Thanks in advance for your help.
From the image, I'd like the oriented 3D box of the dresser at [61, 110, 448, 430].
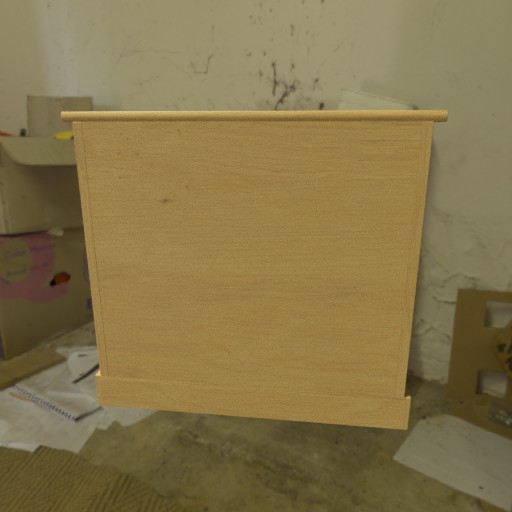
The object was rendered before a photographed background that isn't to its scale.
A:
[{"bbox_3d":[0.000,0.000,1.363,0.915,0.835,0.440,2,16,7],"label":"dresser"}]
